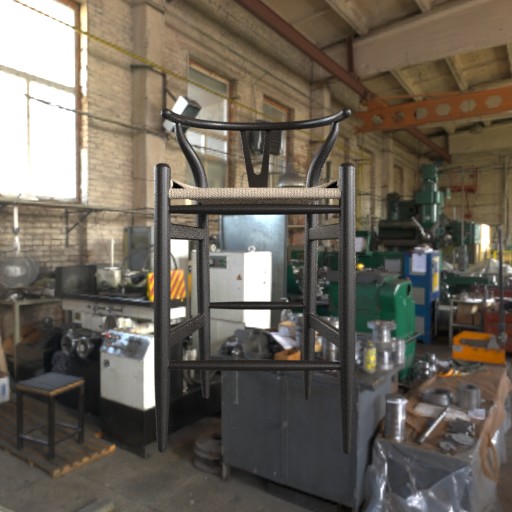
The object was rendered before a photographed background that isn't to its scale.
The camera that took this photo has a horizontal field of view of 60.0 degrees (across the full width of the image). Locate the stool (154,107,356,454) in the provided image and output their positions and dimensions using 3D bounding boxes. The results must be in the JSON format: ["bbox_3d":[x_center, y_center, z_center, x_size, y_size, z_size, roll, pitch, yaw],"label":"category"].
[{"bbox_3d":[0.000,0.000,1.371,0.569,0.970,0.579,0,1,1],"label":"stool"}]
